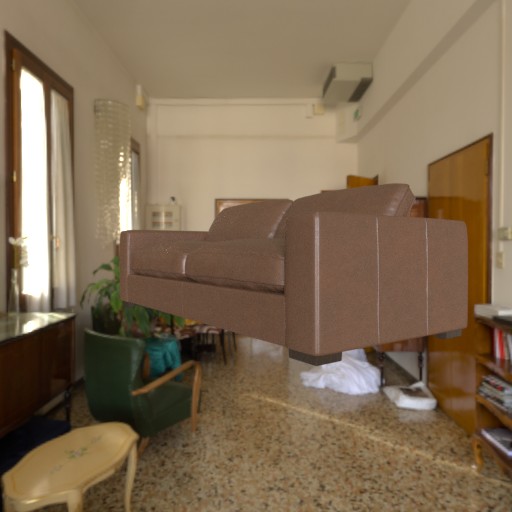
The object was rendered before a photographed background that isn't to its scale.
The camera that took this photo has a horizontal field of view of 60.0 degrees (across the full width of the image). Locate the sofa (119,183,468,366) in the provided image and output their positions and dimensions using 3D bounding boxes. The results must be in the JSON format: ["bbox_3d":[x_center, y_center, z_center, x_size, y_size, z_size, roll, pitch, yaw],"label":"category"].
[{"bbox_3d":[0.000,0.000,2.854,1.070,0.801,2.262,-1,1,-35],"label":"sofa"}]
